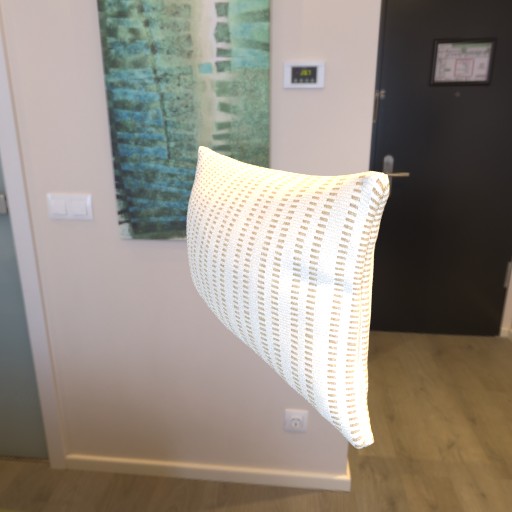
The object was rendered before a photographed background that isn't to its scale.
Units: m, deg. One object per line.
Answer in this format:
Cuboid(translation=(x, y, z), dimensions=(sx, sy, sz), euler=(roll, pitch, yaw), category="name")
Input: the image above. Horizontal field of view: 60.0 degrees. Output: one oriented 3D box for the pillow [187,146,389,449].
Cuboid(translation=(0.000, 0.000, 0.789), dimensions=(0.210, 0.353, 0.640), euler=(-7, 18, -23), category="pillow")
